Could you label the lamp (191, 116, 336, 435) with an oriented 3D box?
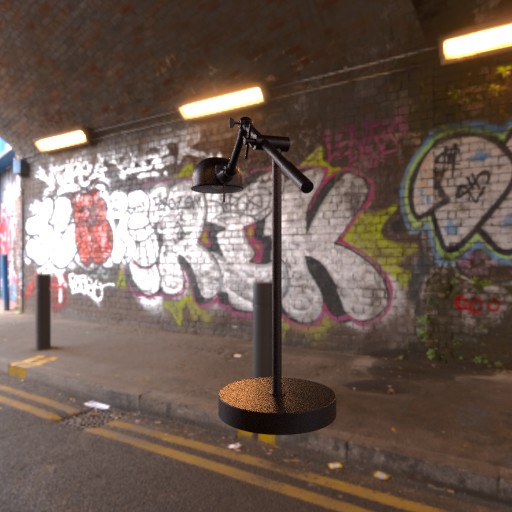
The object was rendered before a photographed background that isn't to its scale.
[{"bbox_3d":[0.000,0.000,0.808,0.185,0.495,0.567,0,0,-18],"label":"lamp"}]
